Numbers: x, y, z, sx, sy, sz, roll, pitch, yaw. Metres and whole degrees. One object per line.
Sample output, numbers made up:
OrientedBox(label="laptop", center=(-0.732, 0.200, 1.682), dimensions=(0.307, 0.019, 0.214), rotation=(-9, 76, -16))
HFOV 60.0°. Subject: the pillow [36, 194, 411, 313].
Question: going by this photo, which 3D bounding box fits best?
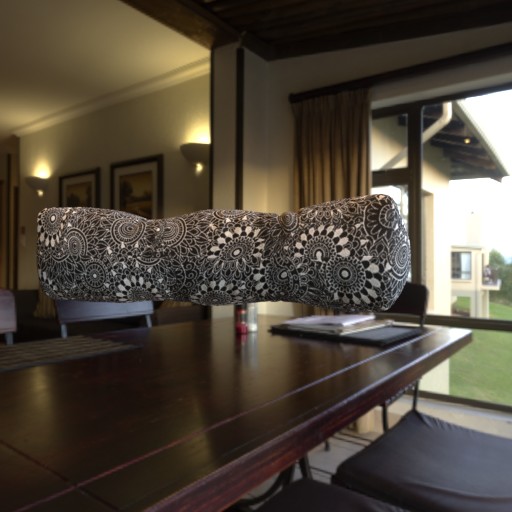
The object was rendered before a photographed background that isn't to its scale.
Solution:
OrientedBox(label="pillow", center=(0.000, 0.000, 0.720), dimensions=(0.468, 0.128, 0.490), rotation=(0, 0, 18))
